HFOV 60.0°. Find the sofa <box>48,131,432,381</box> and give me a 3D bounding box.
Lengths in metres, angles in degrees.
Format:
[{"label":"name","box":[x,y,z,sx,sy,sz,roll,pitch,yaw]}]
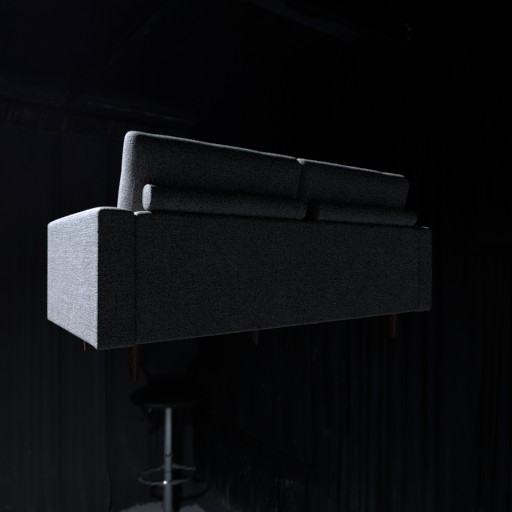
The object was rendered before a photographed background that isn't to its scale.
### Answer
[{"label":"sofa","box":[0.000,0.000,2.271,1.821,0.902,0.863,0,0,-35]}]
